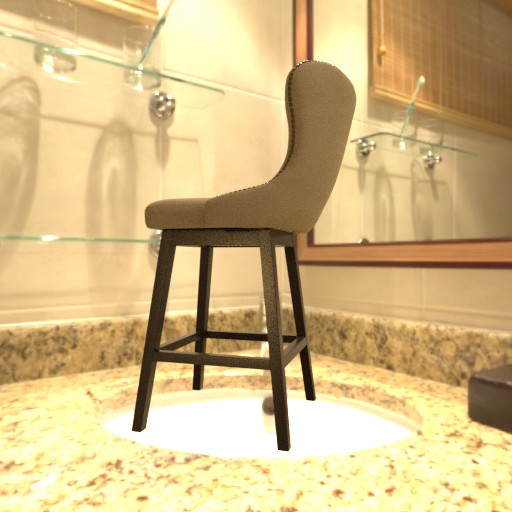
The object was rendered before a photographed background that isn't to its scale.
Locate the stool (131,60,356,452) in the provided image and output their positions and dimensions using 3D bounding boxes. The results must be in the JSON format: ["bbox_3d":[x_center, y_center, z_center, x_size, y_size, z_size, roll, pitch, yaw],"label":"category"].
[{"bbox_3d":[0.000,0.000,1.344,0.593,0.971,0.528,0,0,17],"label":"stool"}]
